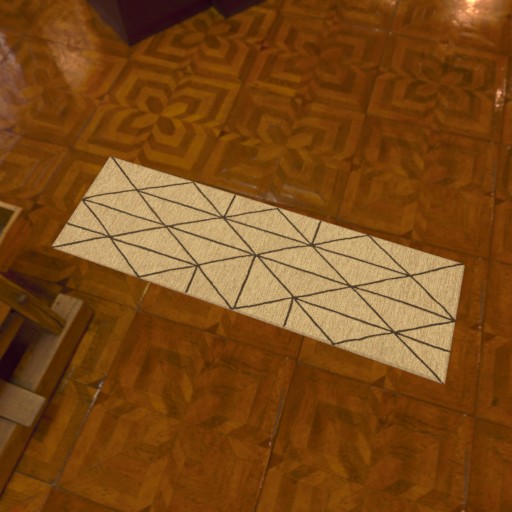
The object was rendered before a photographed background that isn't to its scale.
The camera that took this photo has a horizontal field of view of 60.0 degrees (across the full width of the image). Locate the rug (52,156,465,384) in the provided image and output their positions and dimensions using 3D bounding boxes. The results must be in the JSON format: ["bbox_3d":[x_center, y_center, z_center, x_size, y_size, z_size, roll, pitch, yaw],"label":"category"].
[{"bbox_3d":[0.000,0.000,2.736,2.438,0.012,0.762,18,64,9],"label":"rug"}]
